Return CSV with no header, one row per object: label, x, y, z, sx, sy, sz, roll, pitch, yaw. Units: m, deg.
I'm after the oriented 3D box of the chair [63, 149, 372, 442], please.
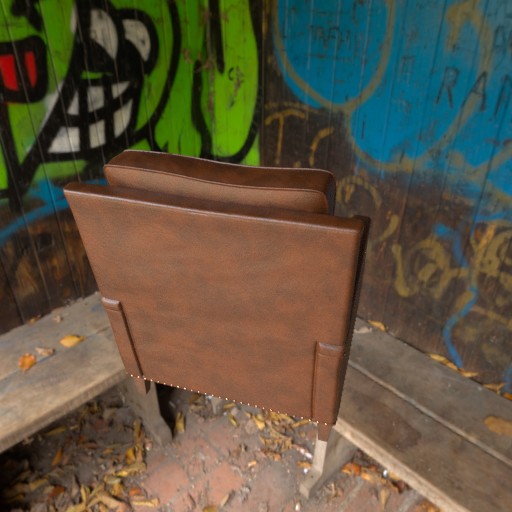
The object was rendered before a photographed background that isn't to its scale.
chair,0.000,0.000,1.807,0.854,1.054,1.035,9,33,15
